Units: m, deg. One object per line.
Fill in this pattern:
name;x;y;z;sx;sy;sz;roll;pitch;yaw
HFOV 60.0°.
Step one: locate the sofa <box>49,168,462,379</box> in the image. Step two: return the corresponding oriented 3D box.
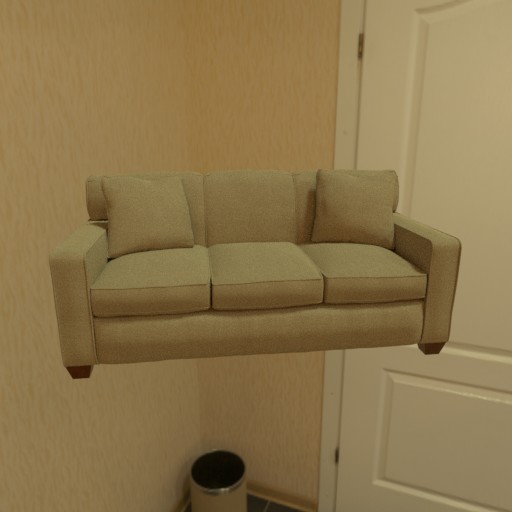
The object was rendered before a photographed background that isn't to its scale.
sofa;0.000;0.000;2.594;2.024;0.958;0.997;-2;16;-7
